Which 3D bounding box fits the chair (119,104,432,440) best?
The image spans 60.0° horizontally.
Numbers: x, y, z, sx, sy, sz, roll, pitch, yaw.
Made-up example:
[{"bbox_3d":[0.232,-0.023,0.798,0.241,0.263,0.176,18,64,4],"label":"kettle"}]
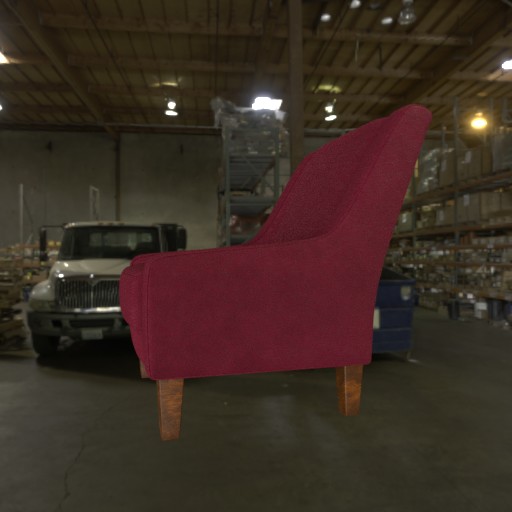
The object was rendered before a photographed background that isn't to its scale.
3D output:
[{"bbox_3d":[0.000,0.000,1.677,0.985,1.017,0.793,0,0,-19],"label":"chair"}]
